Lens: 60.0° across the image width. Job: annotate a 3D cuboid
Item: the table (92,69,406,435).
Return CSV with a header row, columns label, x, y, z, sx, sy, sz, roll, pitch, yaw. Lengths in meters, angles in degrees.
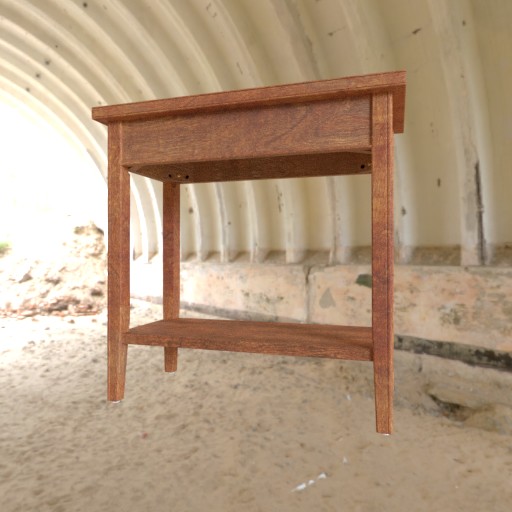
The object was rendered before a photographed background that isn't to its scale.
label,x,y,z,sx,sy,sz,roll,pitch,yaw
table,0.000,0.000,0.959,0.610,0.610,0.305,0,0,18
